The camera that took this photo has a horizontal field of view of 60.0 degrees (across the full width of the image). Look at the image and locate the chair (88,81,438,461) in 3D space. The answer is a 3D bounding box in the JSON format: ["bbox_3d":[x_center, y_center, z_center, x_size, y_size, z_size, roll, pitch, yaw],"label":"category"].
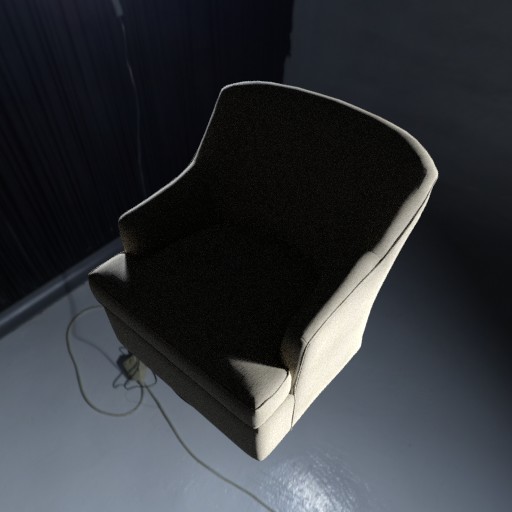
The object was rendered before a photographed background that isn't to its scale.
[{"bbox_3d":[0.000,0.000,1.576,0.864,0.856,0.923,31,53,27],"label":"chair"}]
